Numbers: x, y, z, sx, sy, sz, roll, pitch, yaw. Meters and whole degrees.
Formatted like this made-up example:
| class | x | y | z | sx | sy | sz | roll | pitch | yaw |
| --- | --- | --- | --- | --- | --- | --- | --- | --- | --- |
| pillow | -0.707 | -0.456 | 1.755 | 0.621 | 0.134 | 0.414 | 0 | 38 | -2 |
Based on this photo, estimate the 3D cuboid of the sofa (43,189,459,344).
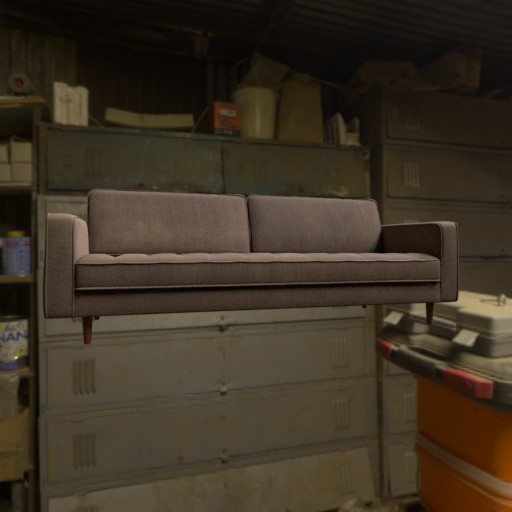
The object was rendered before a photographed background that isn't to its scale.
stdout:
| class | x | y | z | sx | sy | sz | roll | pitch | yaw |
| --- | --- | --- | --- | --- | --- | --- | --- | --- | --- |
| sofa | 0.000 | 0.000 | 2.717 | 2.295 | 0.813 | 0.923 | 0 | 1 | -17 |
